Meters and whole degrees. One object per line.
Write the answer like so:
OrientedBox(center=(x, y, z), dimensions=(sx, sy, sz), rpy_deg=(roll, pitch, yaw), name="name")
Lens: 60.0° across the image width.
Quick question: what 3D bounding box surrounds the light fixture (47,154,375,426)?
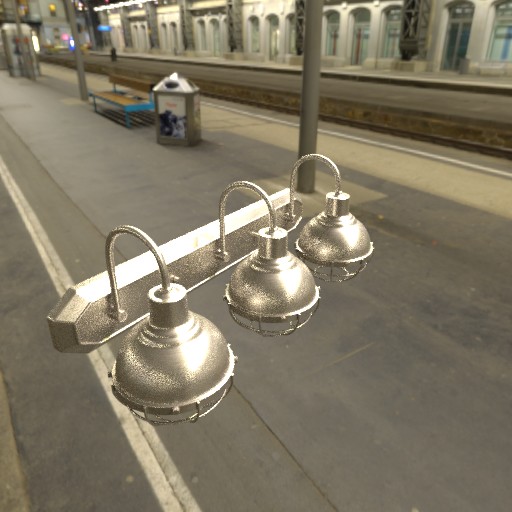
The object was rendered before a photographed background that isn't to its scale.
OrientedBox(center=(0.000, 0.000, 0.758), dimensions=(0.229, 0.254, 0.634), rpy_deg=(17, 31, 32), name="light fixture")
